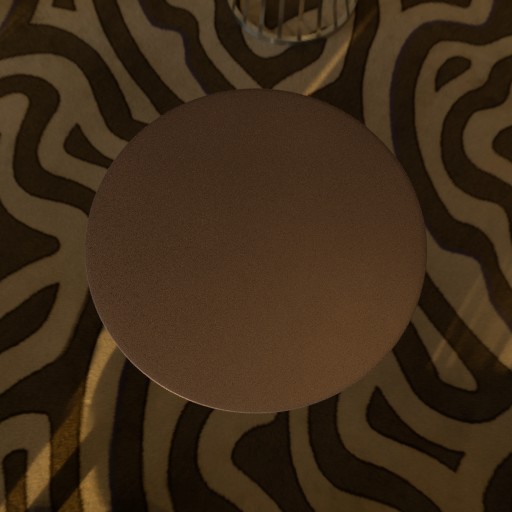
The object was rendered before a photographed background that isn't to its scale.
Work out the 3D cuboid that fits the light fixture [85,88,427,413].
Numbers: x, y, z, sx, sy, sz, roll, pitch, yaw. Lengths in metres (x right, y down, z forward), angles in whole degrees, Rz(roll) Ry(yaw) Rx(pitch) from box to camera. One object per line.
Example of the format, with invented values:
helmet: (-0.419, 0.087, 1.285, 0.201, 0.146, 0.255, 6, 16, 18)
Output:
light fixture: (0.000, 0.000, 0.429, 0.280, 0.135, 0.280, 0, 74, 0)
